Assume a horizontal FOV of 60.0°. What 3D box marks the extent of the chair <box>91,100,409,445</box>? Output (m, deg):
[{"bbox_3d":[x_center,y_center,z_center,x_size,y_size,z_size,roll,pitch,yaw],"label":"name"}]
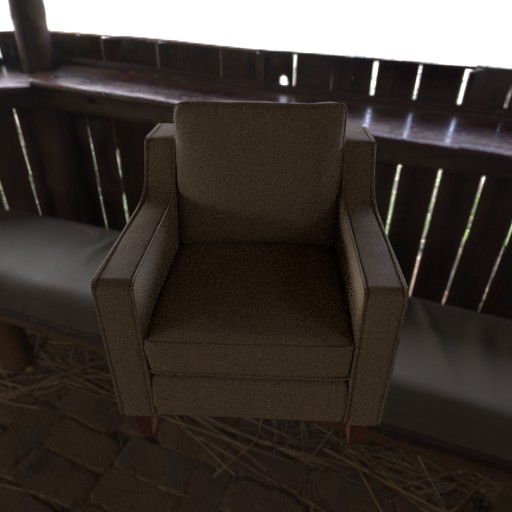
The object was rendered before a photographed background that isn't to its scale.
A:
[{"bbox_3d":[0.000,0.000,1.591,0.831,0.960,0.909,2,32,2],"label":"chair"}]
